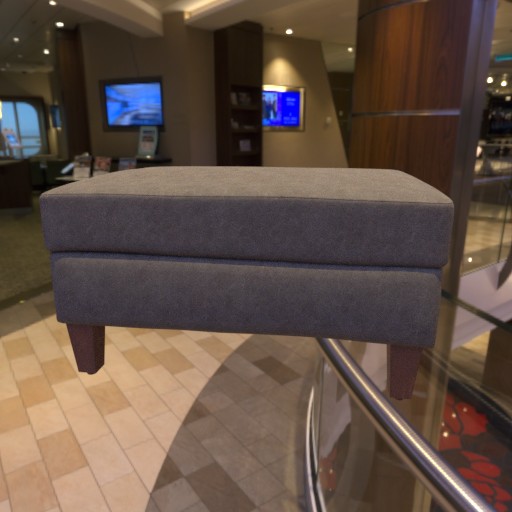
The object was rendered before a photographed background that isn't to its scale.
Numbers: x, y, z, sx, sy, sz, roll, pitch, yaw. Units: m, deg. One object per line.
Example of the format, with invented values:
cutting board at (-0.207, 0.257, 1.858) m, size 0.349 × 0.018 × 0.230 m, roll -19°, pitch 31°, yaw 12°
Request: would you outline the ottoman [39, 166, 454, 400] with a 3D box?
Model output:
ottoman at (0.000, 0.000, 1.206) m, size 0.839 × 0.464 × 0.639 m, roll 2°, pitch 16°, yaw 8°
